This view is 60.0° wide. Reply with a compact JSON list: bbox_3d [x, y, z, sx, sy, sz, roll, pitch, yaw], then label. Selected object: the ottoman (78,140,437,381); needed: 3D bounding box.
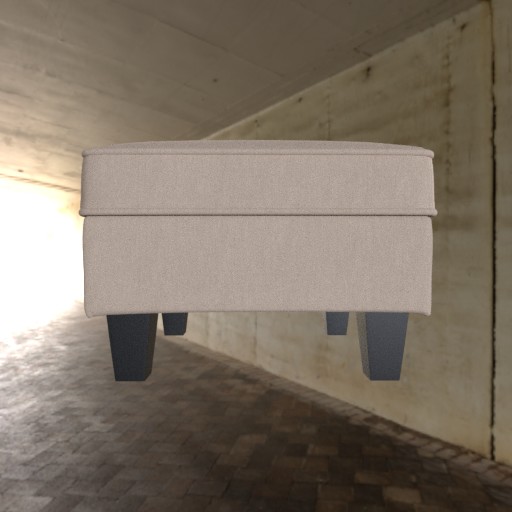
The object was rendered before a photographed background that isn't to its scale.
[{"bbox_3d":[0.000,0.000,1.024,0.613,0.438,0.616,0,0,-1],"label":"ottoman"}]
